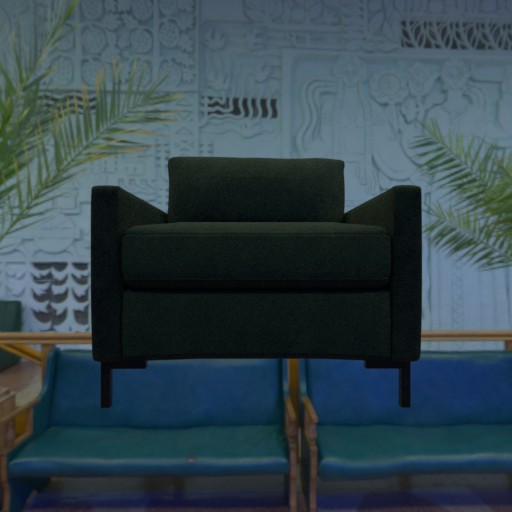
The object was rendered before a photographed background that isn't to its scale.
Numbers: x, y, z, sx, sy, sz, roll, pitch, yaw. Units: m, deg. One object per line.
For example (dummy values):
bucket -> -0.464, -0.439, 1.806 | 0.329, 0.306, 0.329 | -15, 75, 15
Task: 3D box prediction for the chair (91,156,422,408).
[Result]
chair -> 0.000, 0.000, 1.648 | 0.963, 0.861, 0.866 | 0, -1, 0
